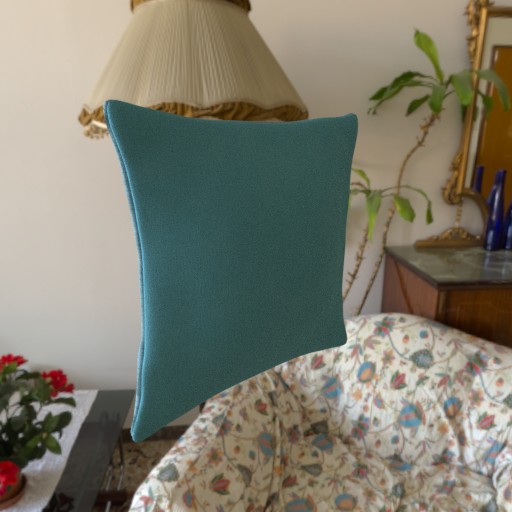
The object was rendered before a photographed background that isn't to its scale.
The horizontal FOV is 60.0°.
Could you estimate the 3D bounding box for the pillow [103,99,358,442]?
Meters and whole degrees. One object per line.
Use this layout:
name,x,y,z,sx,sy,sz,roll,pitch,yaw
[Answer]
pillow,0.000,0.000,0.653,0.433,0.415,0.151,-13,20,-39
